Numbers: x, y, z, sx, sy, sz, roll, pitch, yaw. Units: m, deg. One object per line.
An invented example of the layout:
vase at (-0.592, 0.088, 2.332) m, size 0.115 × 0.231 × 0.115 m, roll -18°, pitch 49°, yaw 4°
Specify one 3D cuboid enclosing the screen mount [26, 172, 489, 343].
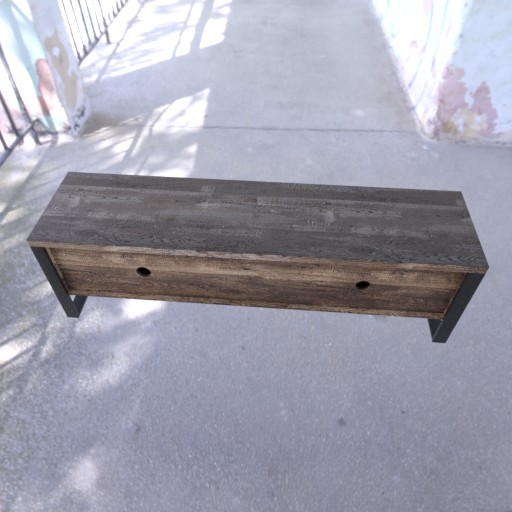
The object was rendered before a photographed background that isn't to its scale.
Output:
screen mount at (0.000, 0.000, 1.753) m, size 1.524 × 0.450 × 0.395 m, roll 3°, pitch 47°, yaw 3°
